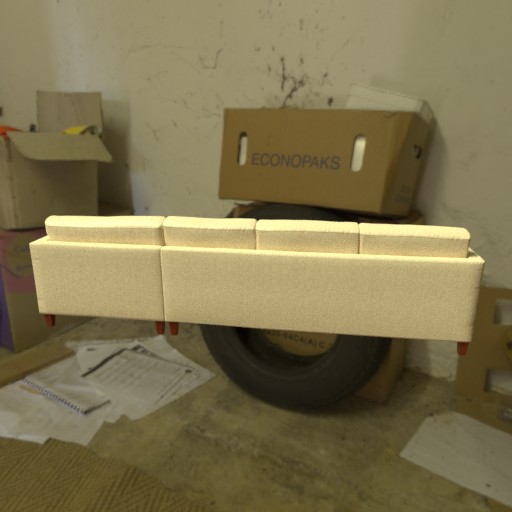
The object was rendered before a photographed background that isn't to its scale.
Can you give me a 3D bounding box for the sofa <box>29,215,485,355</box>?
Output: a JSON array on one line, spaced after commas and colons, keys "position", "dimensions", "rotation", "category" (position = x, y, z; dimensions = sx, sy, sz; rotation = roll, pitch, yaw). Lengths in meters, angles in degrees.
[{"position": [0.000, 0.000, 4.118], "dimensions": [3.471, 0.954, 1.603], "rotation": [2, 17, 8], "category": "sofa"}]
